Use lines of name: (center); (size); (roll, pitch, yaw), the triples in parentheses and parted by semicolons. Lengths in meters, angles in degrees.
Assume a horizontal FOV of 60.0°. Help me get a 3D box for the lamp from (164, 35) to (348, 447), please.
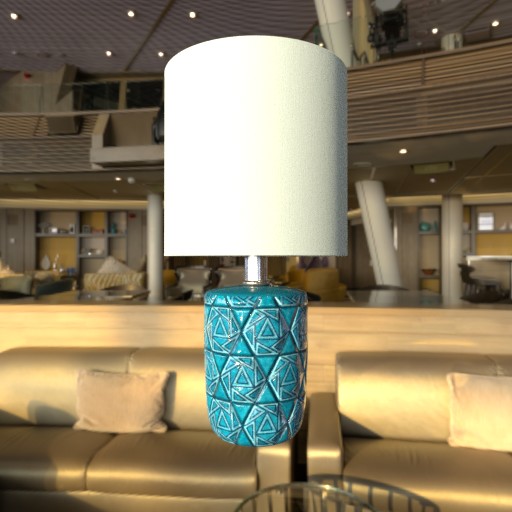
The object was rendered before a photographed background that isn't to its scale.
lamp: (0.000, 0.000, 0.475); (0.193, 0.377, 0.193); (0, 0, 0)
